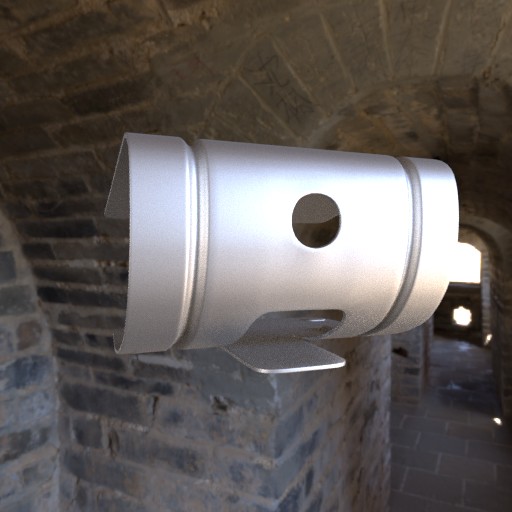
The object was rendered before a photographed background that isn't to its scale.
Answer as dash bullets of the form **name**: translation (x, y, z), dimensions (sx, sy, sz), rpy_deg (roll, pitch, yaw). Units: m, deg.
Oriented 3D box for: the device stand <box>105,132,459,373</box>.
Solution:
- **device stand**: translation (0.000, 0.000, 0.400), dimensions (0.256, 0.155, 0.236), rpy_deg (0, 0, -20)
